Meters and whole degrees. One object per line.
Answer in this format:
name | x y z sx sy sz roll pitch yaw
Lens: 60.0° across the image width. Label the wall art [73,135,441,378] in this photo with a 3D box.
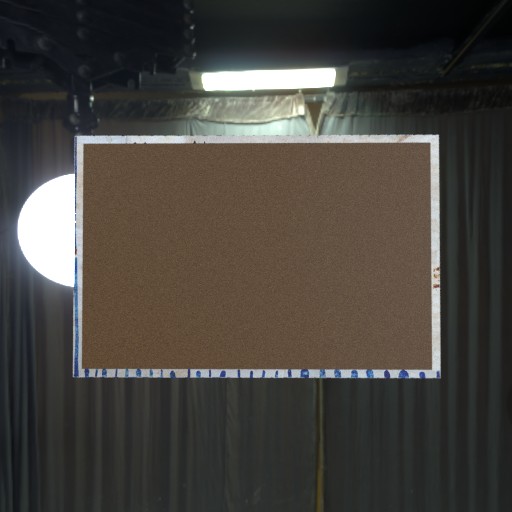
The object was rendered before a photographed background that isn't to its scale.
wall art | 0.000 0.000 1.127 0.919 0.609 0.030 0 -1 1
